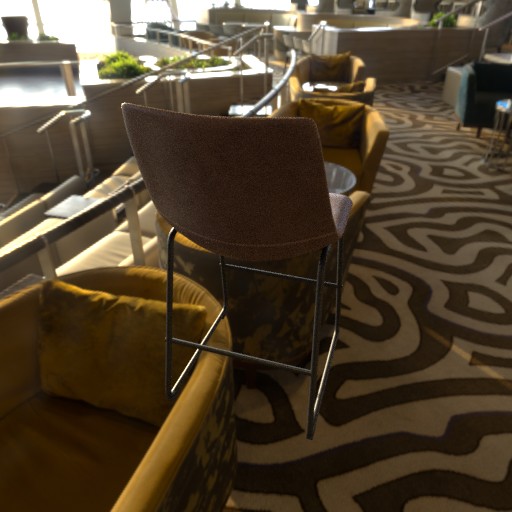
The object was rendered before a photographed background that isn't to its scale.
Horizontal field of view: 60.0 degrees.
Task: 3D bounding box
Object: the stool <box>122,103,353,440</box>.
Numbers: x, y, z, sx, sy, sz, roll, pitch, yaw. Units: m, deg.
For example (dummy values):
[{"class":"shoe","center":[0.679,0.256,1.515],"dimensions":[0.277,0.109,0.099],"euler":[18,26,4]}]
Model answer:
[{"class":"stool","center":[0.000,0.000,1.216],"dimensions":[0.460,0.890,0.550],"euler":[10,33,15]}]
